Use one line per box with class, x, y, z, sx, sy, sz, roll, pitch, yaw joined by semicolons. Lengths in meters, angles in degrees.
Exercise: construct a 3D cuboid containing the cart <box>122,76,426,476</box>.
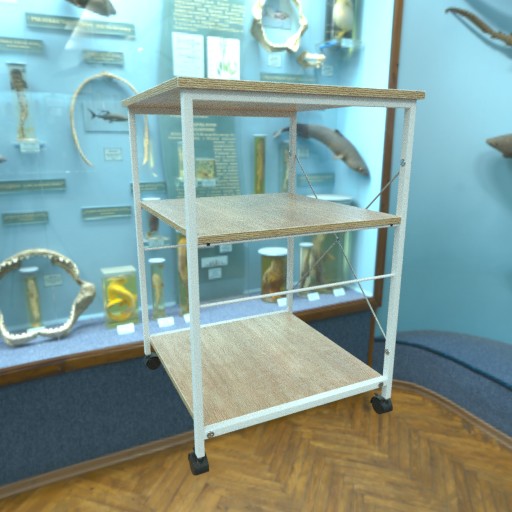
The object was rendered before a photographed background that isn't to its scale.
cart;0.000;0.000;1.121;0.520;0.762;0.521;-7;16;-25
